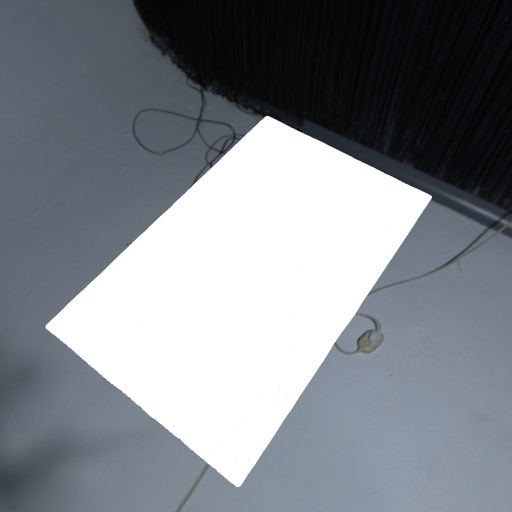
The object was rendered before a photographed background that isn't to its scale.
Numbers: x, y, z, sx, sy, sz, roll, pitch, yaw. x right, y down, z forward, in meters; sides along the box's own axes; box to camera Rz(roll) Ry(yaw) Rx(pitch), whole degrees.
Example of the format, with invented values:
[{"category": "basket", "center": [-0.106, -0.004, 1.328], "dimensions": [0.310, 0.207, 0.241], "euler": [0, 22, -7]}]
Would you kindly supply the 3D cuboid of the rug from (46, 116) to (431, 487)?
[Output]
[{"category": "rug", "center": [0.000, 0.000, 3.086], "dimensions": [1.546, 0.010, 2.442], "euler": [32, 63, 18]}]
